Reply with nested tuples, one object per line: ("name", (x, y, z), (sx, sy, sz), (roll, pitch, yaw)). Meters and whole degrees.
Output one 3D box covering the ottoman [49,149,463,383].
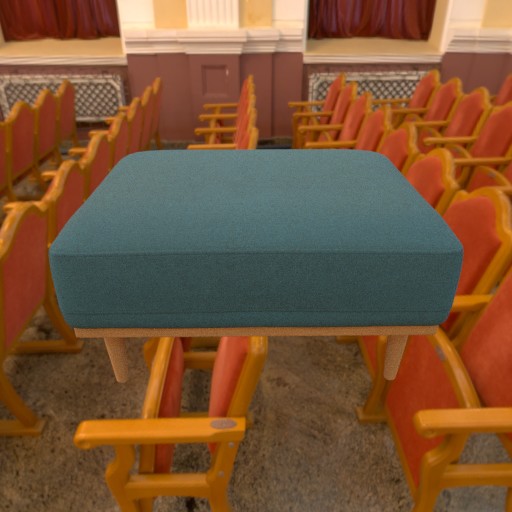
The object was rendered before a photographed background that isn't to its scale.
("ottoman", (0.000, 0.000, 1.068), (0.749, 0.428, 0.549), (0, 30, -1))
